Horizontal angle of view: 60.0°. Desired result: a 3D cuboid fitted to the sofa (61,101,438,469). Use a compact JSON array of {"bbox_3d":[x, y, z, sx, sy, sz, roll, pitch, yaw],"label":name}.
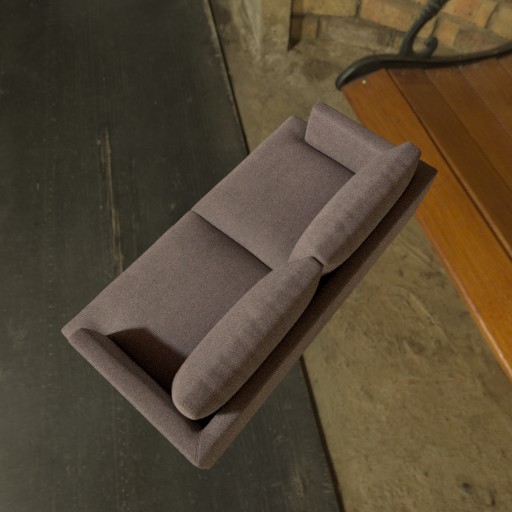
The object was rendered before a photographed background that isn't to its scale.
[{"bbox_3d":[0.000,0.000,2.442,1.020,0.868,1.948,37,69,17],"label":"sofa"}]
